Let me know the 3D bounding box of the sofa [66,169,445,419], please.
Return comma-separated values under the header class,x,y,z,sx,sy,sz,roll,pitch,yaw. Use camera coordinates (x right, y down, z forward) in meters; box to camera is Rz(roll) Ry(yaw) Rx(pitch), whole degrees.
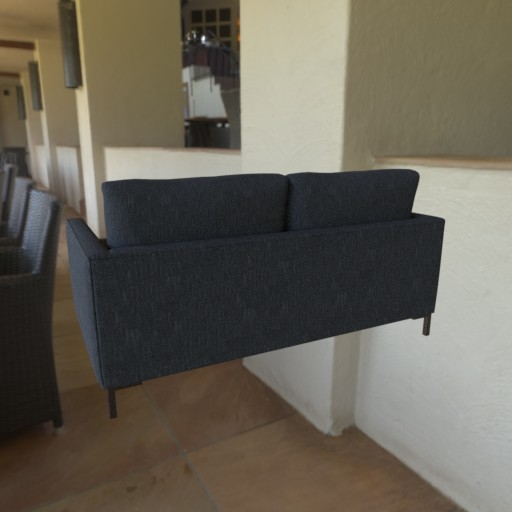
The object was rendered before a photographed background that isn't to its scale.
class,x,y,z,sx,sy,sz,roll,pitch,yaw
sofa,0.000,0.000,2.242,1.716,0.862,0.866,-7,16,-26
